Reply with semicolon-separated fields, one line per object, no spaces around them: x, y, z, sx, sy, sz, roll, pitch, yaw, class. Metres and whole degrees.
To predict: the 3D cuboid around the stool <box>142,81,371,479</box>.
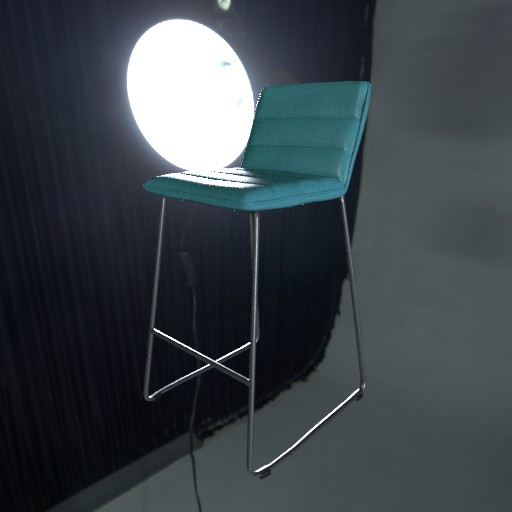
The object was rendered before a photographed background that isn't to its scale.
0.000;0.000;1.252;0.489;0.936;0.524;16;23;41;stool
